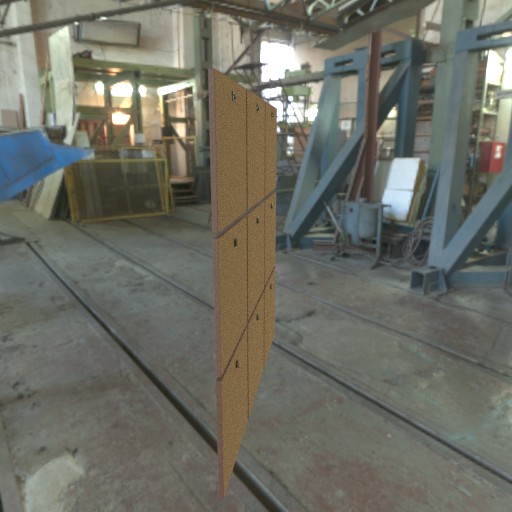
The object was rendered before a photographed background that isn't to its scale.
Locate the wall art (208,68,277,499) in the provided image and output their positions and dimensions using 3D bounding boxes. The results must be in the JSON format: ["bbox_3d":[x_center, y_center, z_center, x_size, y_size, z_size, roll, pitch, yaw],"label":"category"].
[{"bbox_3d":[0.000,0.000,1.780,0.024,1.218,1.221,2,14,9],"label":"wall art"}]
